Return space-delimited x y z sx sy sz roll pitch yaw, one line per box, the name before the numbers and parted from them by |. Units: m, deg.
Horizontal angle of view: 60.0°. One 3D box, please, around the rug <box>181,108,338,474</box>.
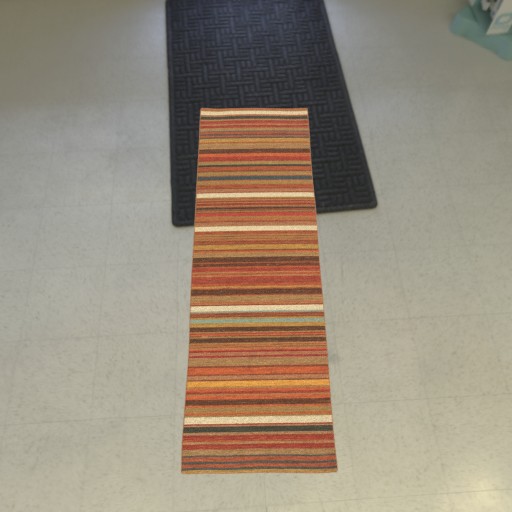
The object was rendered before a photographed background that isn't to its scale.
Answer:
rug | 0.000 0.000 2.768 0.799 0.030 2.444 -1 64 0
